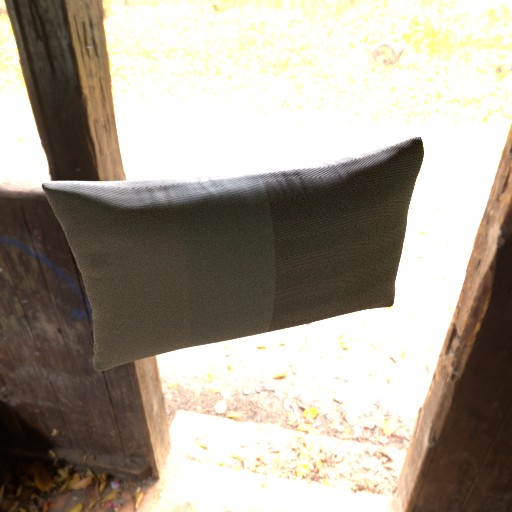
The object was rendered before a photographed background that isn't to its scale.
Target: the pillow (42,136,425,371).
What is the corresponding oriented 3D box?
[{"bbox_3d":[0.000,0.000,0.641,0.506,0.305,0.139,-10,34,-15],"label":"pillow"}]
